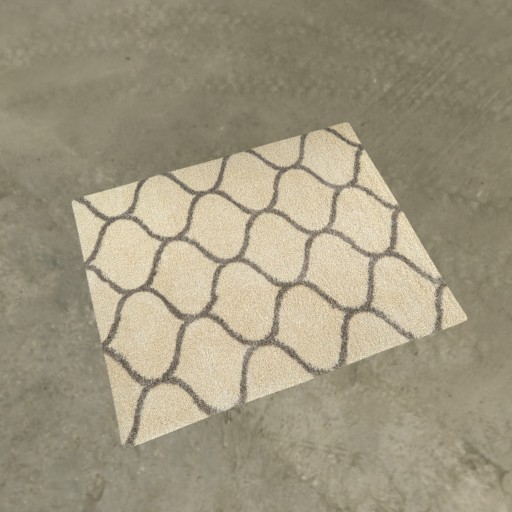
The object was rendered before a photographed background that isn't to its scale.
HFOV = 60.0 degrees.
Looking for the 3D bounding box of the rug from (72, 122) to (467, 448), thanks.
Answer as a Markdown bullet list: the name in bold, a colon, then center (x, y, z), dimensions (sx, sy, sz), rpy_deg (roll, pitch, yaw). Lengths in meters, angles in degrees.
- **rug**: center (0.000, 0.000, 4.077), dimensions (3.000, 0.026, 2.399), rpy_deg (-18, 64, -9)
